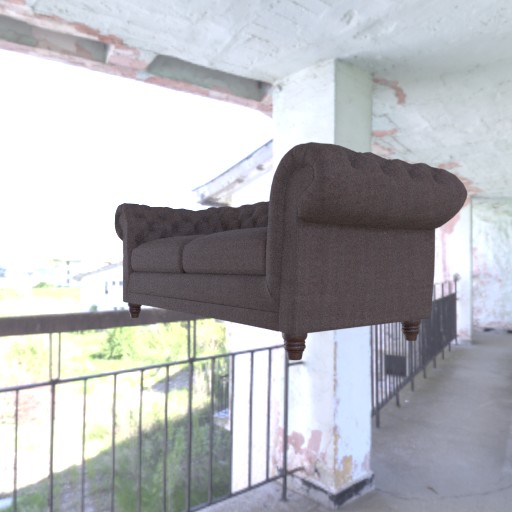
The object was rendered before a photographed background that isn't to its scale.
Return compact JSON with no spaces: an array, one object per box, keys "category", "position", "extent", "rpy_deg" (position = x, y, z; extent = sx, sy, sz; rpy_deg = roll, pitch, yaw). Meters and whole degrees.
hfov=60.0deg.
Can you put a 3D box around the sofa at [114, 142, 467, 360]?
[{"category":"sofa","position":[0.000,0.000,2.472],"extent":[0.944,0.780,2.048],"rpy_deg":[1,-1,-36]}]
